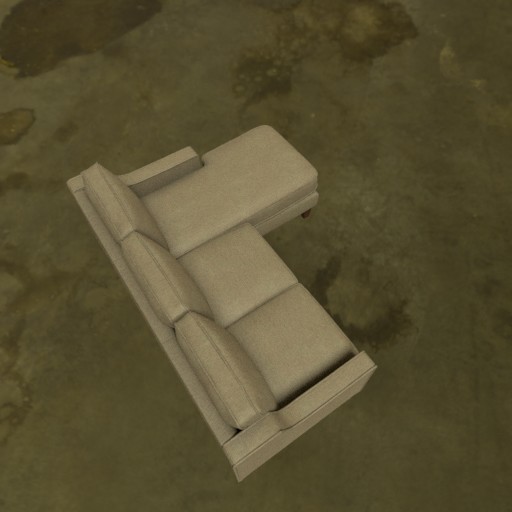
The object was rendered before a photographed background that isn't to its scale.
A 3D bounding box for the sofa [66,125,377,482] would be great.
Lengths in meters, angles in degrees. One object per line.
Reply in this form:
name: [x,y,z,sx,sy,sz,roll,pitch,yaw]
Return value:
sofa: [0.000,0.000,3.297,1.858,1.081,2.317,-30,62,-18]
